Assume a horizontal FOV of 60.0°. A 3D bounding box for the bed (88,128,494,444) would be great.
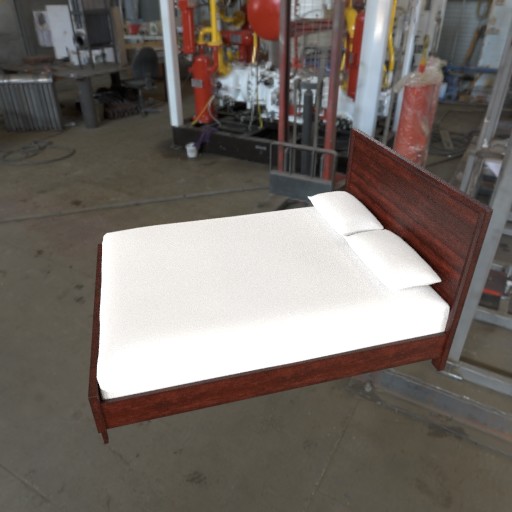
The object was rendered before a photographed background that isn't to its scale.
[{"bbox_3d":[0.000,0.000,3.872,2.803,1.492,2.040,-8,32,-13],"label":"bed"}]
